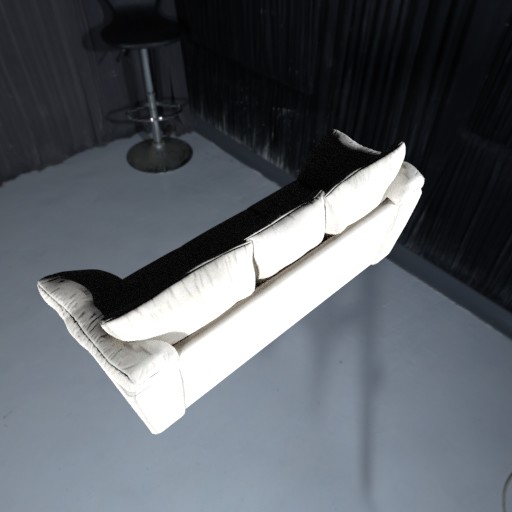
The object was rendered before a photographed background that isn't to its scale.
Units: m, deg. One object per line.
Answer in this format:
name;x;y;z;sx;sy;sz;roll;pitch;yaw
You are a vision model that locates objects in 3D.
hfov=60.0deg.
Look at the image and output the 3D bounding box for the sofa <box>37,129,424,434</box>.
sofa;0.000;0.000;2.807;2.334;0.996;0.878;-33;54;-28
